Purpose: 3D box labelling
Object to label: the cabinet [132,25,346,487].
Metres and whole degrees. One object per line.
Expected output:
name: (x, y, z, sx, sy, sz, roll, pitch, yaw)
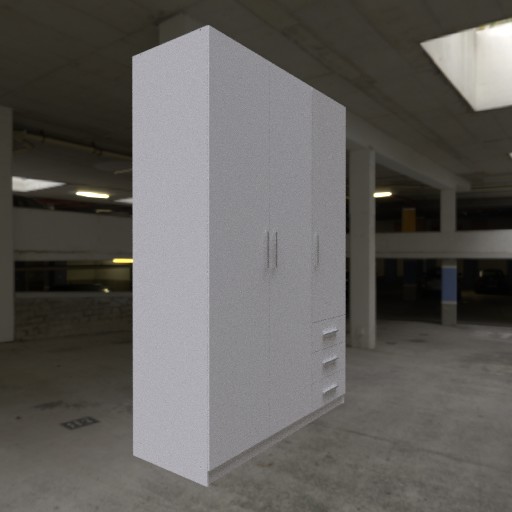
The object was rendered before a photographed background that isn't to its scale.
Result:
cabinet: (0.000, 0.000, 2.488, 0.510, 1.910, 1.290, 0, 0, 37)
